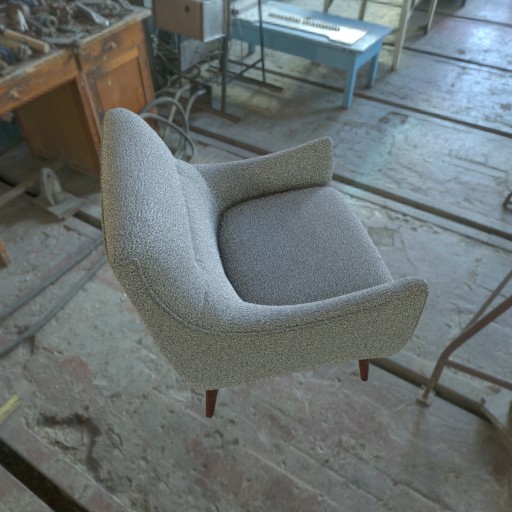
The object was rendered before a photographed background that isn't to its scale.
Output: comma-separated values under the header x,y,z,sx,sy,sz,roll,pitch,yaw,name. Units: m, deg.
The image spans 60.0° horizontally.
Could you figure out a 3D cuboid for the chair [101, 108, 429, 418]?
x,y,z,sx,sy,sz,roll,pitch,yaw,name
0.000,0.000,1.424,0.787,0.838,0.762,-10,48,-9,chair
